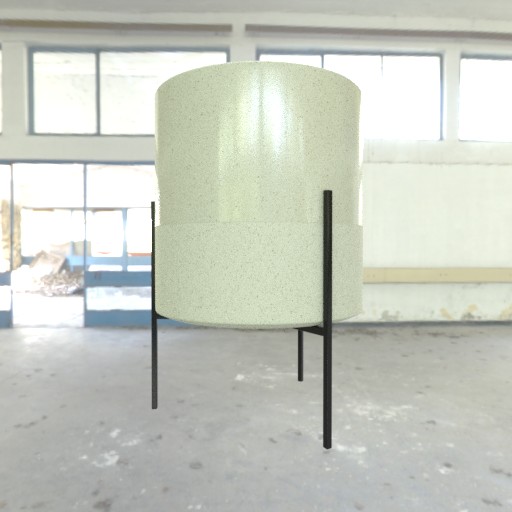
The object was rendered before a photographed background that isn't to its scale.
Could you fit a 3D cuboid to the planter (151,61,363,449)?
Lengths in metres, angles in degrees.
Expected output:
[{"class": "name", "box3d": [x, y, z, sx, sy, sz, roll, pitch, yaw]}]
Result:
[{"class": "planter", "box3d": [0.000, 0.000, 0.689, 0.323, 0.475, 0.314, 0, 1, -1]}]
